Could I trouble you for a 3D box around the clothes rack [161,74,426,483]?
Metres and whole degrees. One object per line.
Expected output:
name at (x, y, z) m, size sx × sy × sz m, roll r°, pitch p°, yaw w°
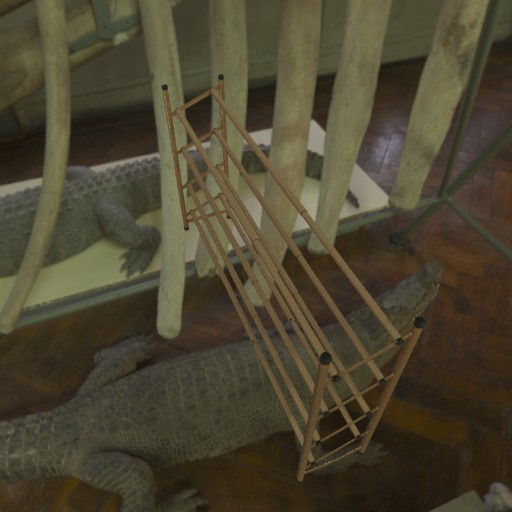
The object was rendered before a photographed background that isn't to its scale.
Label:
clothes rack at (0.000, 0.000, 1.426) m, size 0.229 × 0.672 × 1.168 m, roll -17°, pitch 49°, yaw -15°
